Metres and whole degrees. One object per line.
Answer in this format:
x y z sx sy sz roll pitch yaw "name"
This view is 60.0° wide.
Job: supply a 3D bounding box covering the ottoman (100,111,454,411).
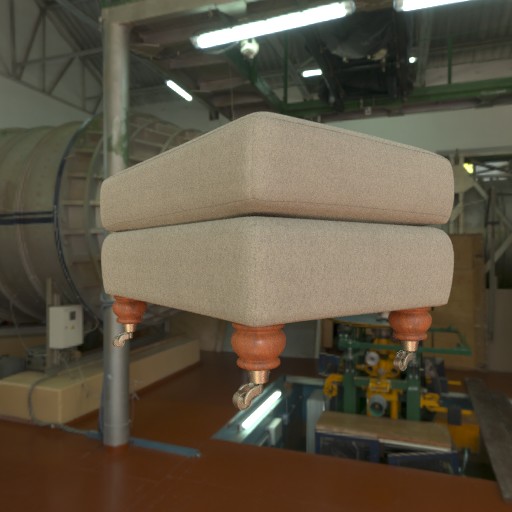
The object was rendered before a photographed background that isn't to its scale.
0.000 0.000 1.114 0.569 0.504 0.773 0 0 -36 "ottoman"
